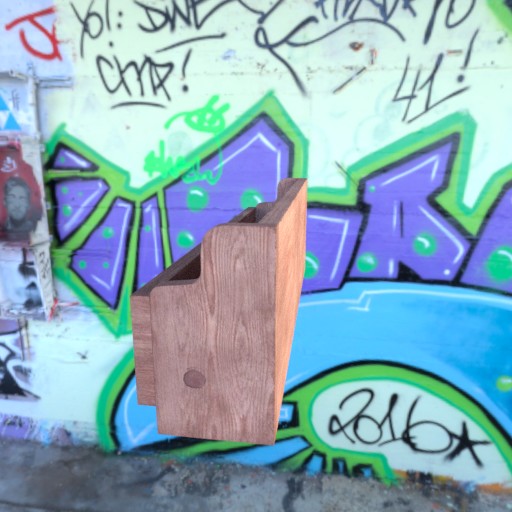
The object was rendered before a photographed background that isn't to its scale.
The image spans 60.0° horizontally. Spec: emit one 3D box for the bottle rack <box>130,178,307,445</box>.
[{"bbox_3d":[0.000,0.000,0.671,0.126,0.196,0.608,2,14,8],"label":"bottle rack"}]
